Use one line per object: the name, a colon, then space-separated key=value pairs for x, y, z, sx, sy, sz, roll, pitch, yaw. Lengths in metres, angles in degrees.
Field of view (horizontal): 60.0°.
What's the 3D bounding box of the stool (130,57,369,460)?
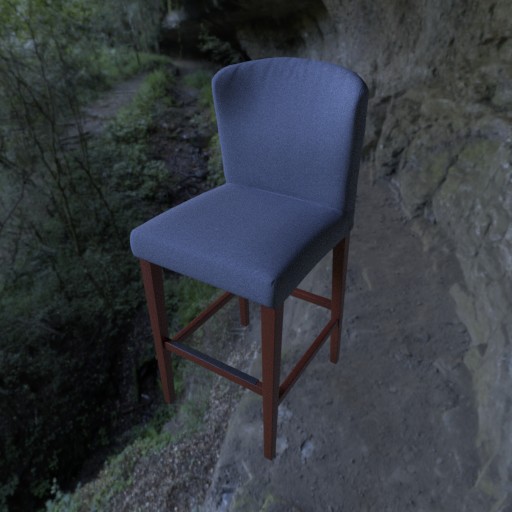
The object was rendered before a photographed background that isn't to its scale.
stool: x=0.000 y=0.000 z=1.369 sx=0.481 sy=1.069 sz=0.568 roll=18 pitch=35 yaw=27
